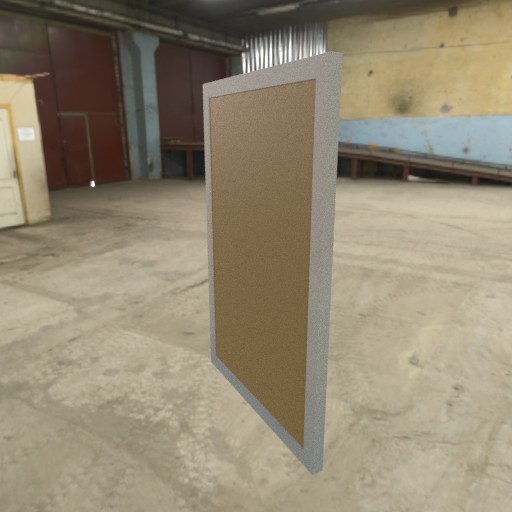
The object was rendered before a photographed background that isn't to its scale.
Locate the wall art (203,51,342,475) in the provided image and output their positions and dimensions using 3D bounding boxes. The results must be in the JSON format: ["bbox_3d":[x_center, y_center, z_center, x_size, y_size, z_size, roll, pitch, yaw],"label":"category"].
[{"bbox_3d":[0.000,0.000,1.480,0.038,1.143,0.764,-8,17,-27],"label":"wall art"}]
